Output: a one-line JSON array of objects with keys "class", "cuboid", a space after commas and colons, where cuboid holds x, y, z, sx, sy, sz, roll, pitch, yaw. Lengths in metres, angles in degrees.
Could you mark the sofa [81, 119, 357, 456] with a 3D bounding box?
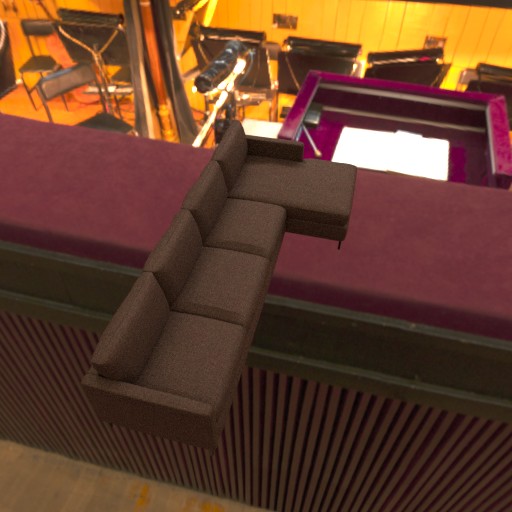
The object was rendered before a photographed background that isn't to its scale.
[{"class": "sofa", "cuboid": [0.000, 0.000, 3.874, 1.483, 0.892, 3.221, 11, 47, 10]}]
